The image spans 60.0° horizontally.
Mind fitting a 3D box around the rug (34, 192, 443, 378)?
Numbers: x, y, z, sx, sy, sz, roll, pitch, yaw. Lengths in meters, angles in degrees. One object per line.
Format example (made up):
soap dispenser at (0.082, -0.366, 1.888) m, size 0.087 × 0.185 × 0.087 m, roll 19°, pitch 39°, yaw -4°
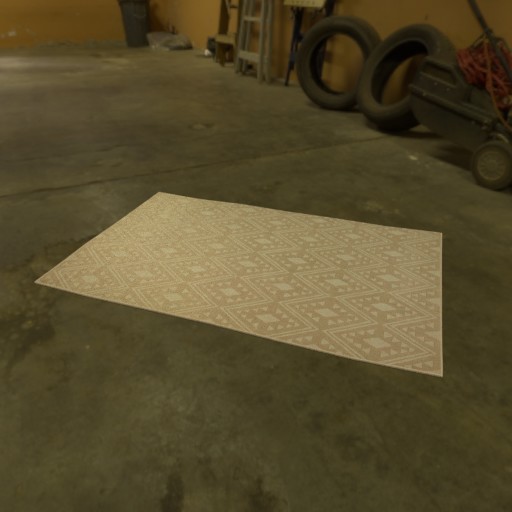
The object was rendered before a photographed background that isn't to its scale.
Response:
rug at (0.000, 0.000, 3.078) m, size 2.430 × 0.053 × 1.553 m, roll 10°, pitch 33°, yaw 17°
